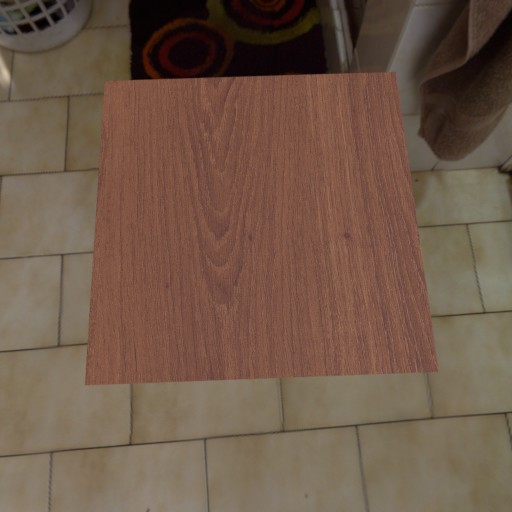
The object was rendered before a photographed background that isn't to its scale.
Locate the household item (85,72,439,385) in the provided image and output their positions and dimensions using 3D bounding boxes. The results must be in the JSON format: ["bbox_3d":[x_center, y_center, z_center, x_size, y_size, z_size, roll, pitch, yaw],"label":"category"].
[{"bbox_3d":[0.000,0.000,0.747,0.400,0.400,0.400,-2,74,-1],"label":"household item"}]
